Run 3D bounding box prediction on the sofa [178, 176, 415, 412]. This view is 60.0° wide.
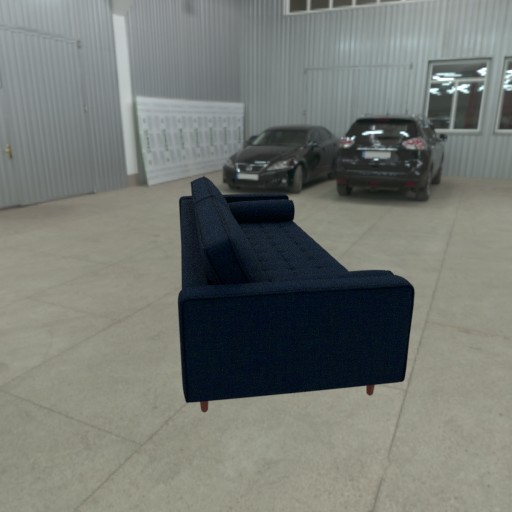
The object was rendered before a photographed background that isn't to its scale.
[{"bbox_3d":[0.000,0.000,2.699,0.914,0.762,2.210,-3,17,-9],"label":"sofa"}]
